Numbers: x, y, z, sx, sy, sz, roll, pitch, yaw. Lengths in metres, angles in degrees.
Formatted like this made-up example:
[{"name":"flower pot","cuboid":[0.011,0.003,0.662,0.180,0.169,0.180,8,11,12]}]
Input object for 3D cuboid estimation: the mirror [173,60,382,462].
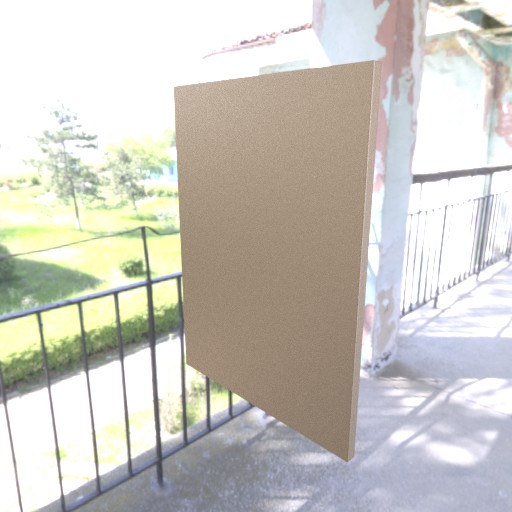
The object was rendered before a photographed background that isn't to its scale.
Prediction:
[{"name":"mirror","cuboid":[0.000,0.000,1.354,0.032,1.023,0.756,-14,21,-42]}]
